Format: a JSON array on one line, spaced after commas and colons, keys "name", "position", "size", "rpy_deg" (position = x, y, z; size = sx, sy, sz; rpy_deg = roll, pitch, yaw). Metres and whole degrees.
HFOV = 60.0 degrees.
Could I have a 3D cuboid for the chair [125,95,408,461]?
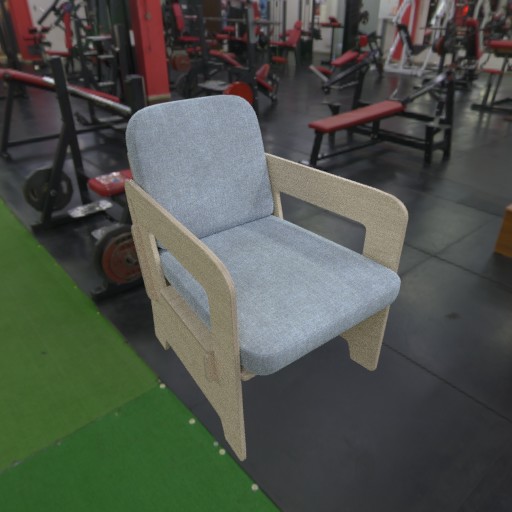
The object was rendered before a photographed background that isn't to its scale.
[{"name": "chair", "position": [0.000, 0.000, 1.310], "size": [0.590, 0.800, 0.710], "rpy_deg": [-22, 37, -32]}]
